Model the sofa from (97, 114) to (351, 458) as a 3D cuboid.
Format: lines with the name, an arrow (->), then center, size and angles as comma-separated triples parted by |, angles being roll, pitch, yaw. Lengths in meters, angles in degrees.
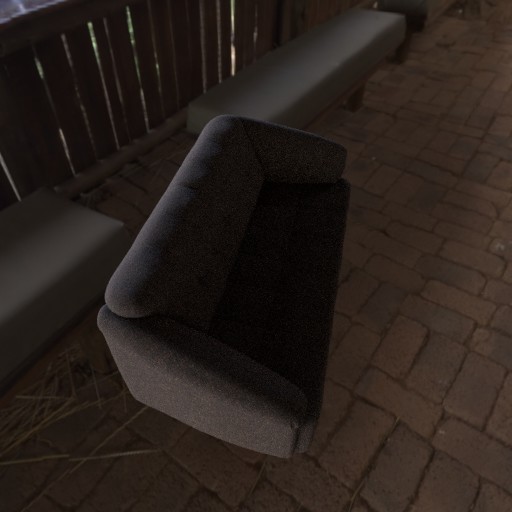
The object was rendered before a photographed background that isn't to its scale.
sofa -> 0.000, 0.000, 2.305 | 0.887, 0.790, 1.849 | 9, 46, 9
